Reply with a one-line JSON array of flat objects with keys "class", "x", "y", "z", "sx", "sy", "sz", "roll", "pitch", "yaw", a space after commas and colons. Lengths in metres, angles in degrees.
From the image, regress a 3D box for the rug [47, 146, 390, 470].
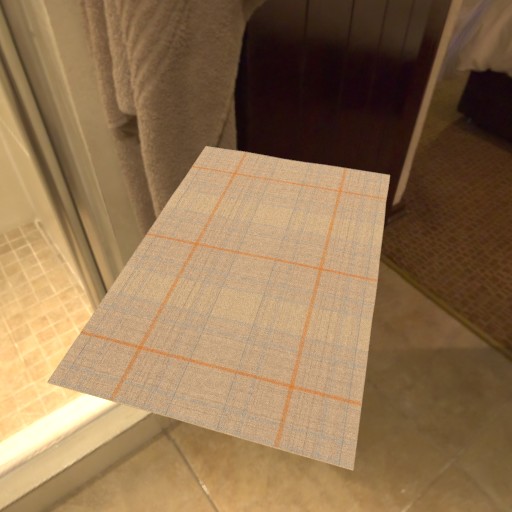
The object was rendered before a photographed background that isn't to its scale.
[{"class": "rug", "x": 0.000, "y": 0.000, "z": 2.275, "sx": 1.232, "sy": 0.015, "sz": 1.825, "roll": 11, "pitch": 47, "yaw": 11}]
